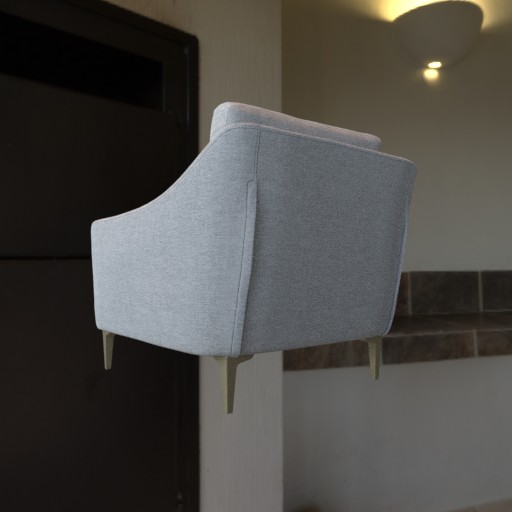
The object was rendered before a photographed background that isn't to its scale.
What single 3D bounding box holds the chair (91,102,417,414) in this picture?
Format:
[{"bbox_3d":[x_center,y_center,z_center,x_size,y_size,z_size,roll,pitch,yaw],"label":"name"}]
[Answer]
[{"bbox_3d":[0.000,0.000,1.694,0.986,0.902,0.961,1,-1,-35],"label":"chair"}]
